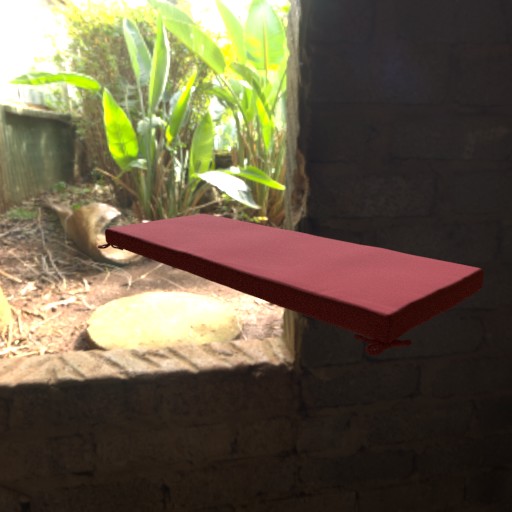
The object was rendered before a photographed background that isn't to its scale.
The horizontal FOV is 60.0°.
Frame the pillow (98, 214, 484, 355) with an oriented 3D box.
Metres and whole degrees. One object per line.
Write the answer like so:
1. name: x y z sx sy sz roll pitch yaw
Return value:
1. pillow: 0.000 0.000 1.342 0.492 0.081 1.187 -14 20 -42
